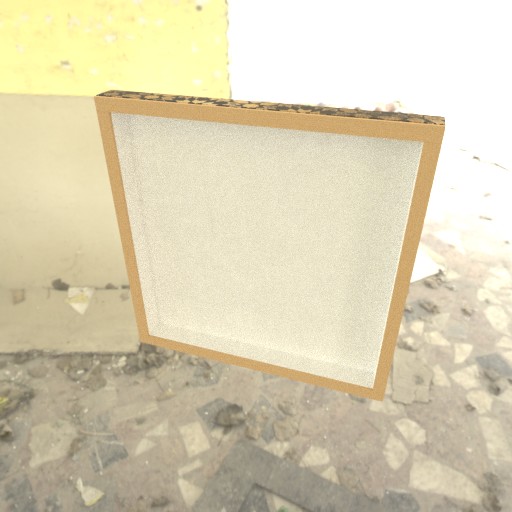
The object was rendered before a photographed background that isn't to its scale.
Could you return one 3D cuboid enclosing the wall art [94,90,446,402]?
[{"bbox_3d":[0.000,0.000,0.611,0.405,0.405,0.038,10,34,15],"label":"wall art"}]
